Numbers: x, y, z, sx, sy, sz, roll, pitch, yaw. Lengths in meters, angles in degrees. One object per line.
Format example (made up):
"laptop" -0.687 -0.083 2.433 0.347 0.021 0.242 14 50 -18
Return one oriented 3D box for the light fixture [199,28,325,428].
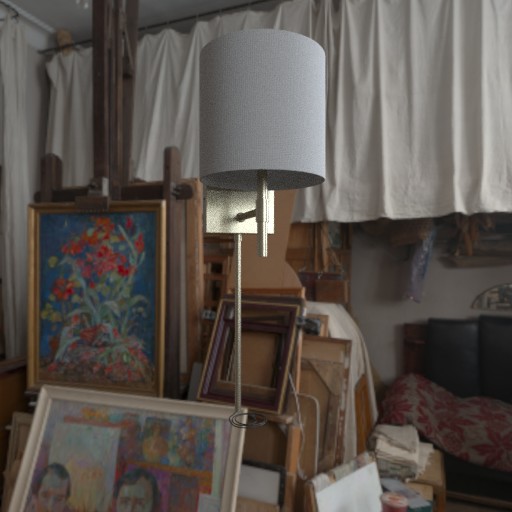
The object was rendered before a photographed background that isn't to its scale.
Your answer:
"light fixture" 0.000 0.000 0.696 0.188 0.589 0.248 0 0 -18
